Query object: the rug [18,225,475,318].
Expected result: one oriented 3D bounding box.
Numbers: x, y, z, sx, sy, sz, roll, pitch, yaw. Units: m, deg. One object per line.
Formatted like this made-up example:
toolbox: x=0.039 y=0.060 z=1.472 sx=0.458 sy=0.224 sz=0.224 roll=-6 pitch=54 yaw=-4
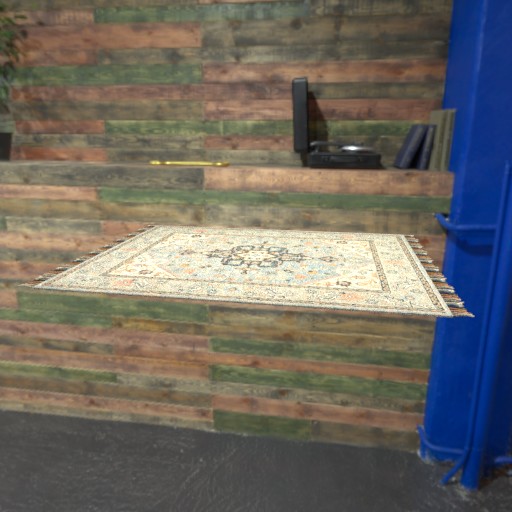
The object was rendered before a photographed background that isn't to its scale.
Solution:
rug: x=0.000 y=0.000 z=2.238 sx=1.730 sy=0.009 sz=1.278 roll=3 pitch=16 yaw=10
